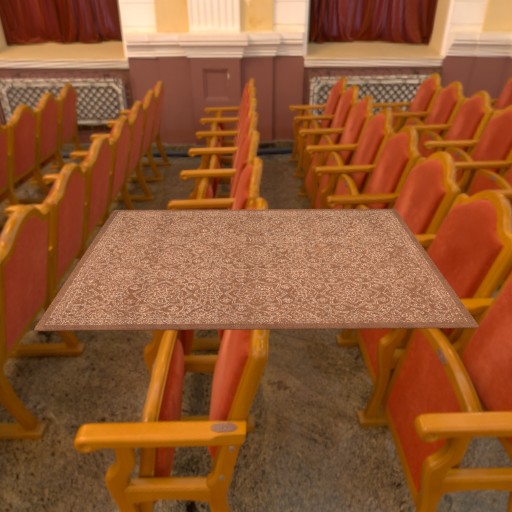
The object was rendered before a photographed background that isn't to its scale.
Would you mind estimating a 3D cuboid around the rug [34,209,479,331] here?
[{"bbox_3d":[0.000,0.000,2.932,2.286,0.011,1.524,0,29,-1],"label":"rug"}]
